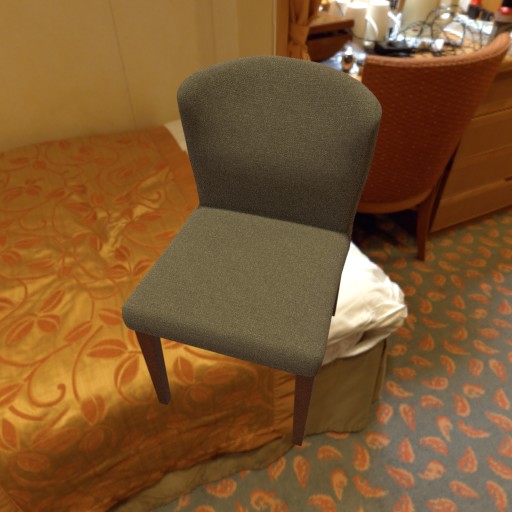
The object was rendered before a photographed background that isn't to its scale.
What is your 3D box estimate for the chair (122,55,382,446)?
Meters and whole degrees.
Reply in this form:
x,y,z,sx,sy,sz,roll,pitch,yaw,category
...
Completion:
x,y,z,sx,sy,sz,roll,pitch,yaw,category
0.000,0.000,1.175,0.491,0.839,0.589,12,44,13,chair
